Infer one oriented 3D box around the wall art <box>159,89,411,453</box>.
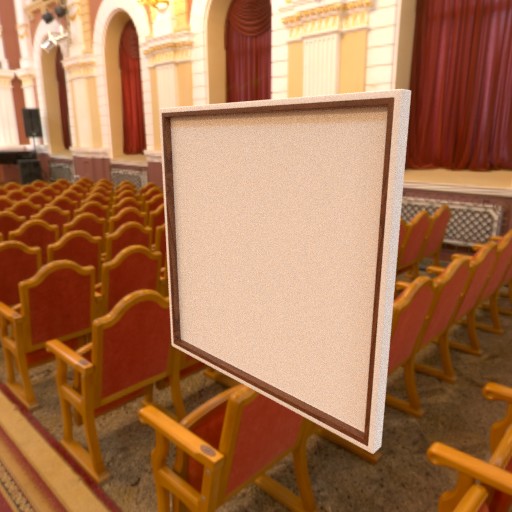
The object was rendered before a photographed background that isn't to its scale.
[{"bbox_3d":[0.000,0.000,1.147,0.757,0.757,0.037,14,20,43],"label":"wall art"}]
